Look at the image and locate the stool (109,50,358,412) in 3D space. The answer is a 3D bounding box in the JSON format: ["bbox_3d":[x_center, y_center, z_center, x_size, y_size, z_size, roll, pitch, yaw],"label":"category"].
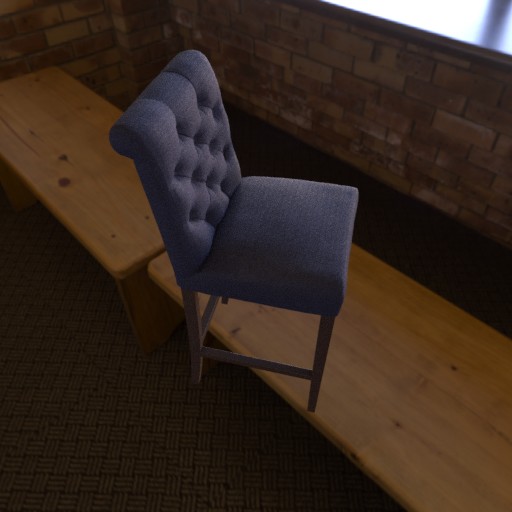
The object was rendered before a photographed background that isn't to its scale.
[{"bbox_3d":[0.000,0.000,1.486,0.601,1.140,0.493,10,47,9],"label":"stool"}]
